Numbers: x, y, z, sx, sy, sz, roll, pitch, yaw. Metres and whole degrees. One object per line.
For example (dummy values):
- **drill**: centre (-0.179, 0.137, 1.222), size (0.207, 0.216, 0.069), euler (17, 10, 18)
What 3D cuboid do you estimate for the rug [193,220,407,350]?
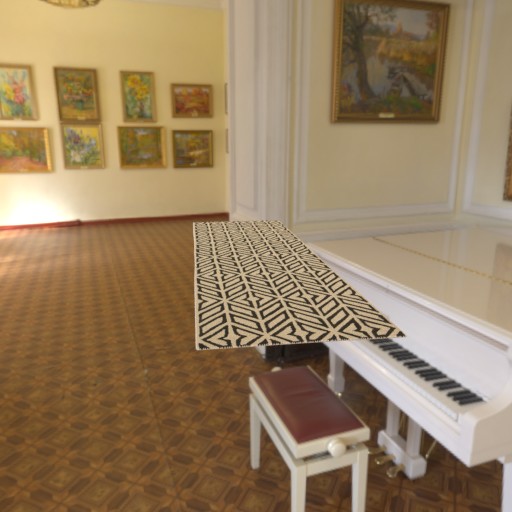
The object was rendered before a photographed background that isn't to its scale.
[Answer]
- **rug**: centre (0.000, 0.000, 2.702), size (0.750, 0.009, 2.435), euler (-2, 15, -8)
